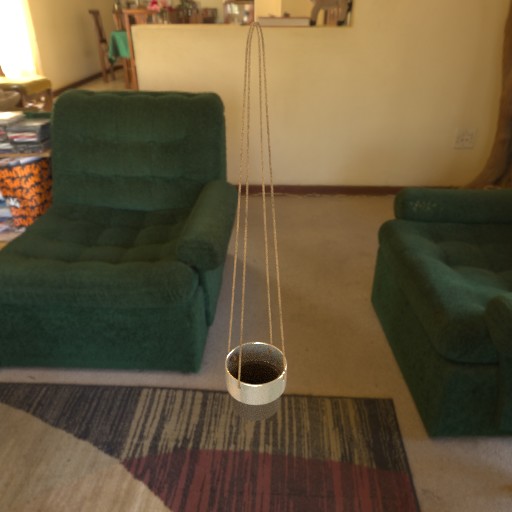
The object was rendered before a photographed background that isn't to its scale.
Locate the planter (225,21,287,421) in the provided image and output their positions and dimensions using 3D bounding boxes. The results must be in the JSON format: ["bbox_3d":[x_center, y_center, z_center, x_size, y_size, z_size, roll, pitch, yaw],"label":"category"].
[{"bbox_3d":[0.000,0.000,1.147,0.187,1.073,0.187,-8,31,-13],"label":"planter"}]
